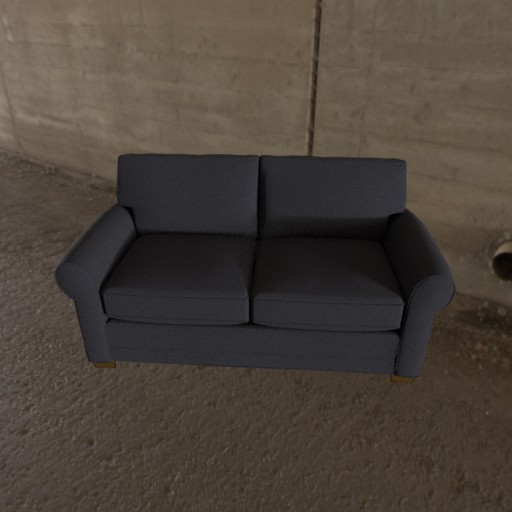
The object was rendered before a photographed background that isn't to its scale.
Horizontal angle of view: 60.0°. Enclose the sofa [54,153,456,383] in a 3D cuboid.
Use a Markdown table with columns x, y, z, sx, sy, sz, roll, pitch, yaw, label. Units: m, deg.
| x | y | z | sx | sy | sz | roll | pitch | yaw | label |
| --- | --- | --- | --- | --- | --- | --- | --- | --- | --- |
| 0.000 | 0.000 | 2.583 | 2.009 | 1.031 | 0.951 | 2 | 28 | 3 | sofa |
